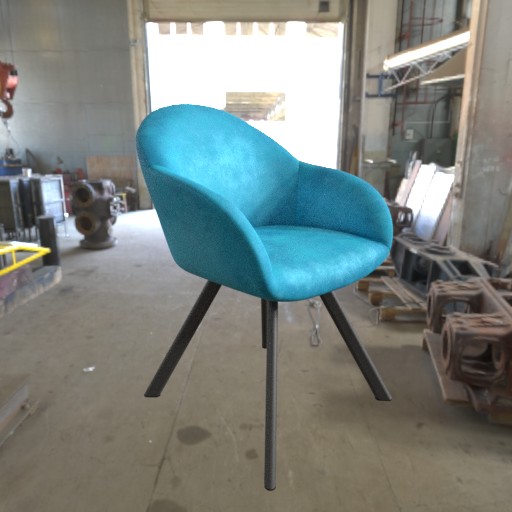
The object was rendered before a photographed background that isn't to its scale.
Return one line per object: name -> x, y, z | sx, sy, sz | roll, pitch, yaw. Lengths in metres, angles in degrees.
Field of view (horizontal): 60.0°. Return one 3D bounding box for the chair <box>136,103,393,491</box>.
chair -> 0.000, 0.000, 1.171 | 0.550, 0.795, 0.590 | -13, 19, -42
